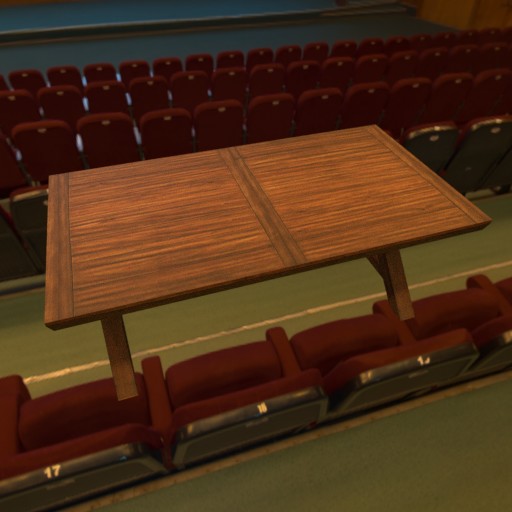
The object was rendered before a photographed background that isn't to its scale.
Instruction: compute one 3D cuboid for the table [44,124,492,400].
[{"bbox_3d":[0.000,0.000,2.473,1.966,0.793,1.071,-12,43,-14],"label":"table"}]
